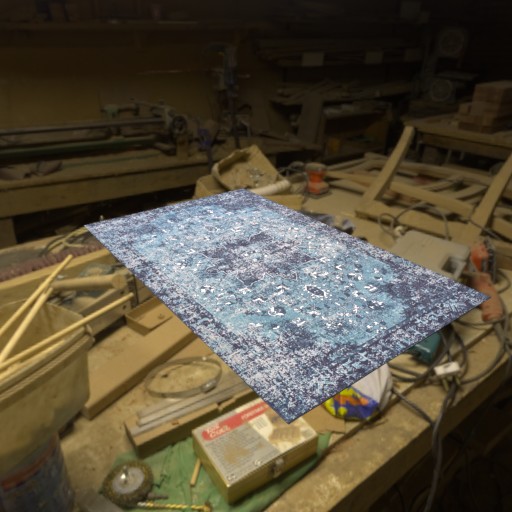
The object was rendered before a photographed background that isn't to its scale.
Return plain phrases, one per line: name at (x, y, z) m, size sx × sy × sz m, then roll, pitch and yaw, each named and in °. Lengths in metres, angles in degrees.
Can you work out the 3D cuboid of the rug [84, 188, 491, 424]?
rug at (0.000, 0.000, 2.985) m, size 1.525 × 0.007 × 2.440 m, roll -19°, pitch 32°, yaw -32°
